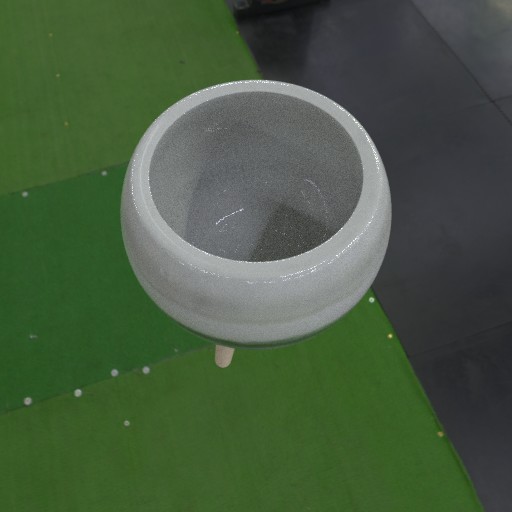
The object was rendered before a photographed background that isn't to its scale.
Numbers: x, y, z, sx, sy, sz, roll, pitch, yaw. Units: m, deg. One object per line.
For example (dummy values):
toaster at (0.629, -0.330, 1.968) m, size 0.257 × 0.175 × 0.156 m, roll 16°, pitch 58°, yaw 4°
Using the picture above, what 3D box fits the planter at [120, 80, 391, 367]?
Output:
planter at (0.000, 0.000, 0.442) m, size 0.222 × 0.278 × 0.222 m, roll 0°, pitch 62°, yaw 0°
